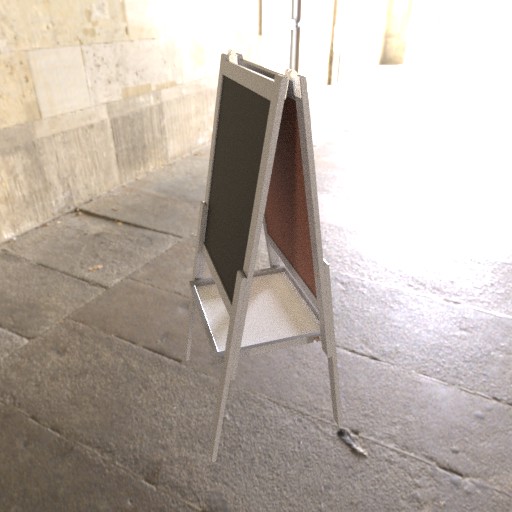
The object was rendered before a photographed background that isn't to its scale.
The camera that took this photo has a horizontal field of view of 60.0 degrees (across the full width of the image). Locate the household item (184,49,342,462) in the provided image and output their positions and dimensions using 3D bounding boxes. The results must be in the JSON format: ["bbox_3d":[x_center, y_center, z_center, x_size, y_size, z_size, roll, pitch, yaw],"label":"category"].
[{"bbox_3d":[0.000,0.000,1.428,0.469,1.172,0.531,-9,31,-15],"label":"household item"}]
